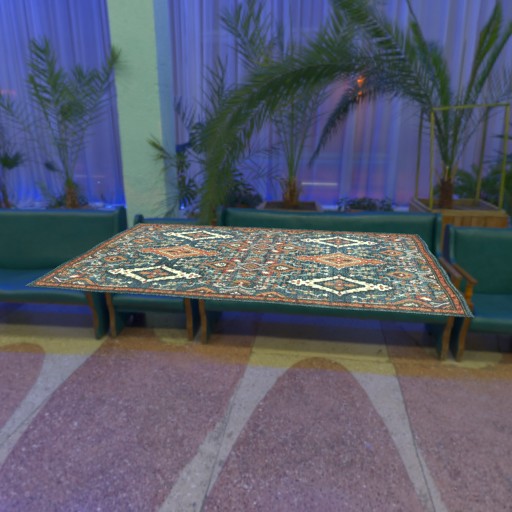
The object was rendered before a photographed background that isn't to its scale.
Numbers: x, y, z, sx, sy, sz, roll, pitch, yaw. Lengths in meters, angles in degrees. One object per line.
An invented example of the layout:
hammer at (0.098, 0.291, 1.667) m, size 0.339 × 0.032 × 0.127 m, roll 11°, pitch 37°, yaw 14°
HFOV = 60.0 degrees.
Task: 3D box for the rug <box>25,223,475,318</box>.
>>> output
rug at (0.000, 0.000, 4.239) m, size 3.371 × 0.008 × 2.190 m, roll 3°, pitch 18°, yaw 9°
